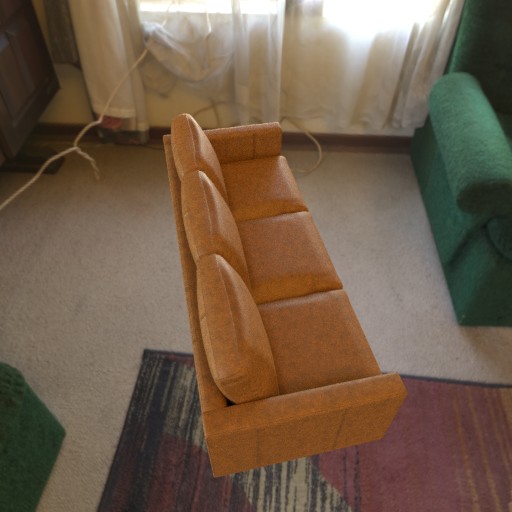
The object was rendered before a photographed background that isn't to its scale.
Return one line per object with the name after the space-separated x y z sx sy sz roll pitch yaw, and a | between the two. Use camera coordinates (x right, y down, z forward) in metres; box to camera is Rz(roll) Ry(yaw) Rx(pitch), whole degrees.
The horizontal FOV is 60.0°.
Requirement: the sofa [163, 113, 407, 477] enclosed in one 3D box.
0.000 0.000 2.717 0.903 0.930 2.231 -9 48 -8 | sofa
